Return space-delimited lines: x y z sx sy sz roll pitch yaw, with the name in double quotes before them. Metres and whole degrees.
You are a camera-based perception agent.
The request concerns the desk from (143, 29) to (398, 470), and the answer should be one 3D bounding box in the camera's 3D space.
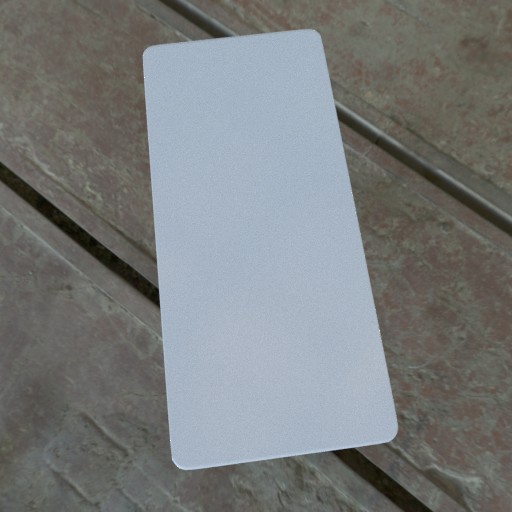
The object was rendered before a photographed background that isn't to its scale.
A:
"desk" 0.000 0.000 1.573 0.550 0.760 1.200 -7 75 -2
